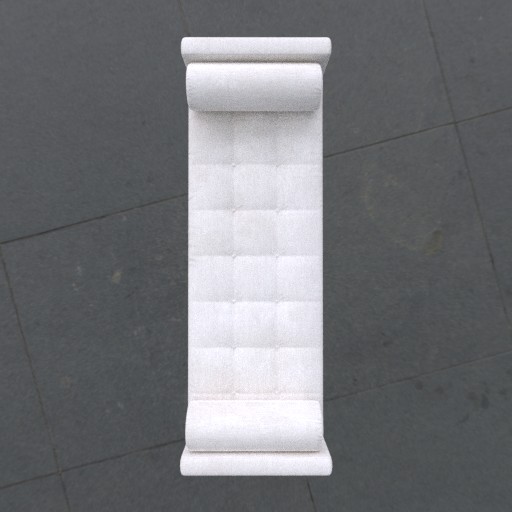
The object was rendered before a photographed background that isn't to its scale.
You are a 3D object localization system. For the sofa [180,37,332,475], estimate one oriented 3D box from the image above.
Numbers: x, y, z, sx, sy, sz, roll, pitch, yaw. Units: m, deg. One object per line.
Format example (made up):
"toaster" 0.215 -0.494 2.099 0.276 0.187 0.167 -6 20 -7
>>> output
"sofa" 0.000 0.000 2.293 0.686 0.635 1.981 0 89 0
